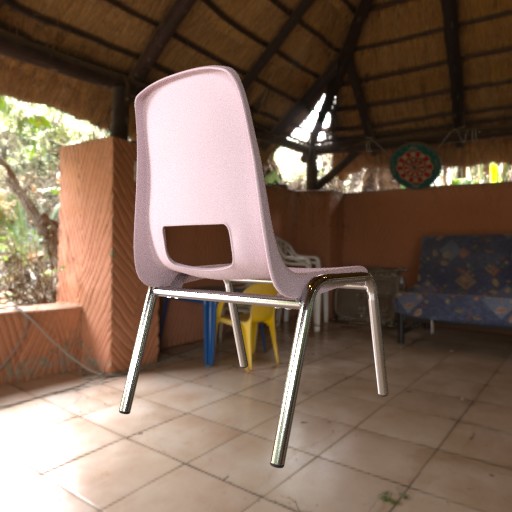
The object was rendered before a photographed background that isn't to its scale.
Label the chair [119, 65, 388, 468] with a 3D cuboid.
[{"bbox_3d":[0.000,0.000,0.791,0.354,0.536,0.385,1,2,36],"label":"chair"}]
